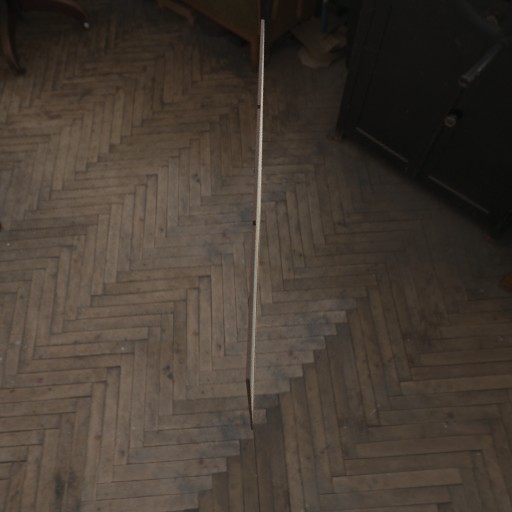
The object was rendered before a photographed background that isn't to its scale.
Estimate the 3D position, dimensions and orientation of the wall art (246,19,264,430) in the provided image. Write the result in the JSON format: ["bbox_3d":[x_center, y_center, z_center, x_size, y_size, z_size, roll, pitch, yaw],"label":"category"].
[{"bbox_3d":[0.000,0.000,2.271,0.019,1.532,1.533,2,64,1],"label":"wall art"}]
